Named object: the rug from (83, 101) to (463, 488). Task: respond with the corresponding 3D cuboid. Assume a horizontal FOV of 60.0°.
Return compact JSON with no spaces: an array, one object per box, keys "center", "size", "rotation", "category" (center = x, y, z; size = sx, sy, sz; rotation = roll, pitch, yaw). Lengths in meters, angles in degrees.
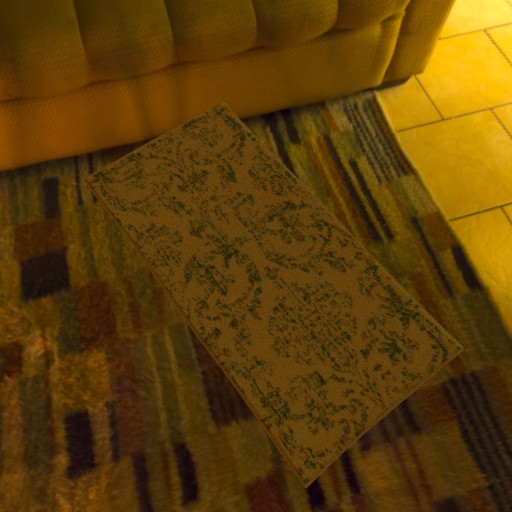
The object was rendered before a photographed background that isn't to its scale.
[{"center":[0.000,0.000,1.430],"size":[0.605,0.007,1.220],"rotation":[-34,69,-15],"category":"rug"}]
